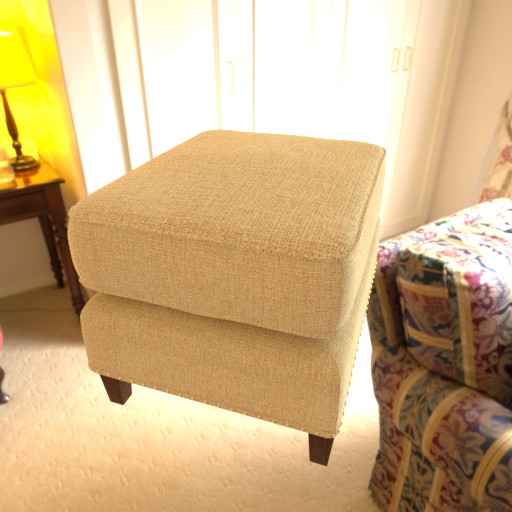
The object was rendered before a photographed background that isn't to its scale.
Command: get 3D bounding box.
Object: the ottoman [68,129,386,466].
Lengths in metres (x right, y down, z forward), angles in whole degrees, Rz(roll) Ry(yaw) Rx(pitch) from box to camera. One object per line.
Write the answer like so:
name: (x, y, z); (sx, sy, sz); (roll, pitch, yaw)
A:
ottoman: (0.000, 0.000, 1.153); (0.589, 0.537, 0.738); (10, 31, 17)
